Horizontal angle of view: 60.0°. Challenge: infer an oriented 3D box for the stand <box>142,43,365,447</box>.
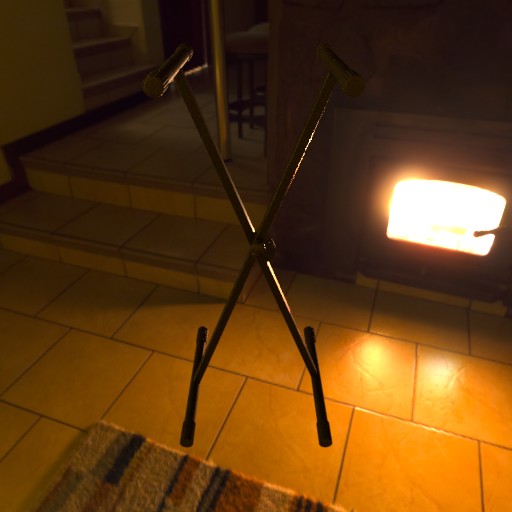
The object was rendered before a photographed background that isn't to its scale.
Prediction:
[{"bbox_3d":[0.000,0.000,1.131,0.409,0.940,0.449,0,32,0],"label":"stand"}]
